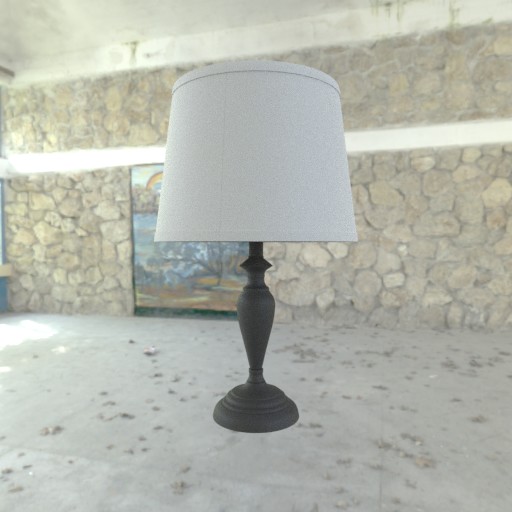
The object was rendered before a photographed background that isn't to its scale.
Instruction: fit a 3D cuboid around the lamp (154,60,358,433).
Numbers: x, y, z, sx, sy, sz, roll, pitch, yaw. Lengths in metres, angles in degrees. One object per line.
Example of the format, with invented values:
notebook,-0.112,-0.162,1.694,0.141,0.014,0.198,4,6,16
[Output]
lamp,0.000,0.000,0.691,0.310,0.501,0.310,0,2,0
